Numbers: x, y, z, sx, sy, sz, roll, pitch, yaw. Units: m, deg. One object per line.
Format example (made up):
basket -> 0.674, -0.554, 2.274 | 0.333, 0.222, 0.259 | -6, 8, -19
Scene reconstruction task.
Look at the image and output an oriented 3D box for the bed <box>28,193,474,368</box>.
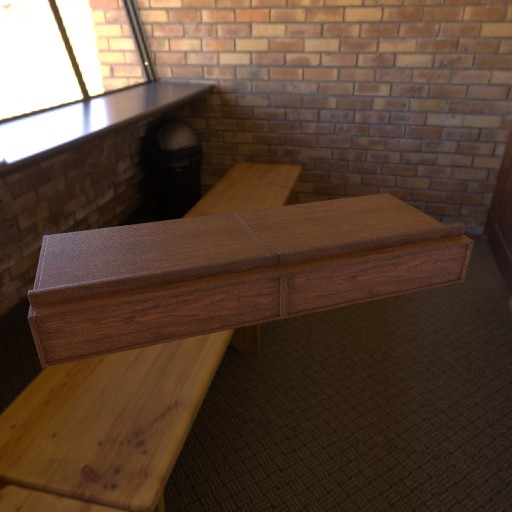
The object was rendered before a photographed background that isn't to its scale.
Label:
bed -> 0.000, 0.000, 2.319 | 2.057, 0.326, 0.787 | -9, 29, -17
